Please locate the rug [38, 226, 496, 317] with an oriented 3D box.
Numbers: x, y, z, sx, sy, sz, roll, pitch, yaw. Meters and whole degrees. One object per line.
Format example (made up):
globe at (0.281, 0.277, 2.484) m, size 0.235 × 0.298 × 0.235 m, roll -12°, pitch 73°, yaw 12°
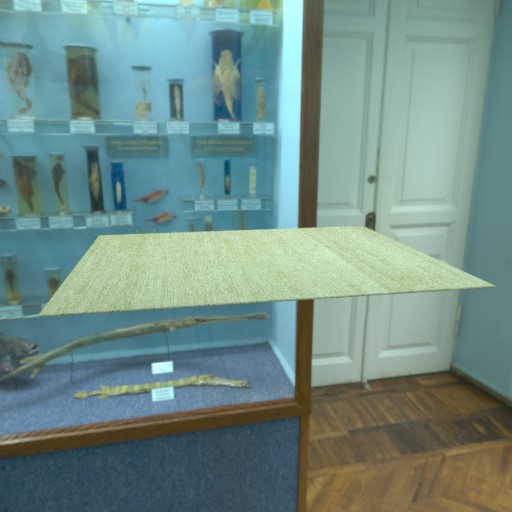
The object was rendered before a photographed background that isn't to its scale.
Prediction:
rug at (0.000, 0.000, 4.183) m, size 3.198 × 0.016 × 2.425 m, roll -3°, pitch 15°, yaw -10°
